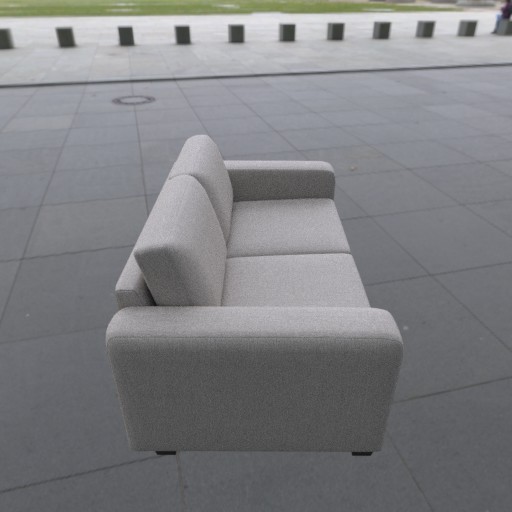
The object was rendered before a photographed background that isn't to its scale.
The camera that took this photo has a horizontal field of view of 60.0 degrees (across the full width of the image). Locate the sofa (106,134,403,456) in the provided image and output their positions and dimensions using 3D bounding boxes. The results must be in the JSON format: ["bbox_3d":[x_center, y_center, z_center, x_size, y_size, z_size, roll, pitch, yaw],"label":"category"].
[{"bbox_3d":[0.000,0.000,2.012,0.900,0.800,1.540,0,31,0],"label":"sofa"}]
